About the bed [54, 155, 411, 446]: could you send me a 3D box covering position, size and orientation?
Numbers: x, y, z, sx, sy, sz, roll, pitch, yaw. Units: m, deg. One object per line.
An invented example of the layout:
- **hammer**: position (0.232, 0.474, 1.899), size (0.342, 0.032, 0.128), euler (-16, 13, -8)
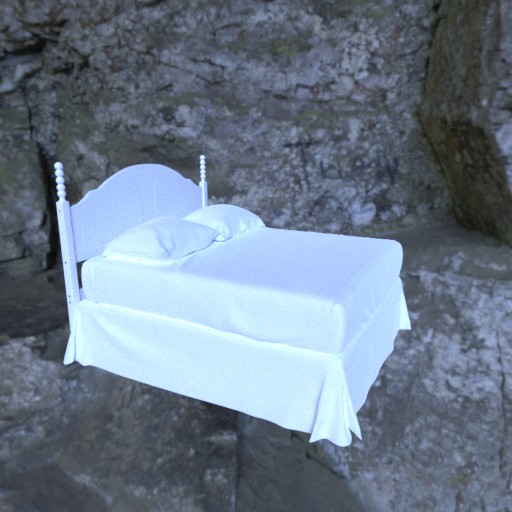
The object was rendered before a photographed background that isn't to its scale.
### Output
- **bed**: position (0.000, 0.000, 3.209), size (2.040, 1.356, 1.873), euler (8, 16, 27)
